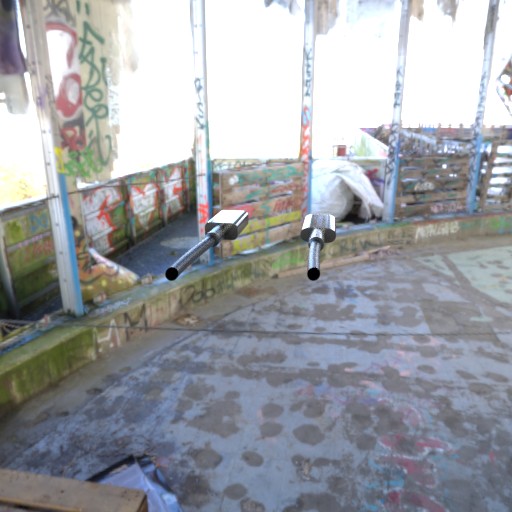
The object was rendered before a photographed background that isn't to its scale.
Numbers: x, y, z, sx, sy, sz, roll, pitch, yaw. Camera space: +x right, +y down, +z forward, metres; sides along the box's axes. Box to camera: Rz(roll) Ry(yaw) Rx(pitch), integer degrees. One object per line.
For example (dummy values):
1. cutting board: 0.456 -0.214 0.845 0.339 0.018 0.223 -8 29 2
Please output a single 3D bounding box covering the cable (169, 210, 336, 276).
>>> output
1. cable: 0.000 0.000 0.113 0.040 0.006 0.098 3 18 9
